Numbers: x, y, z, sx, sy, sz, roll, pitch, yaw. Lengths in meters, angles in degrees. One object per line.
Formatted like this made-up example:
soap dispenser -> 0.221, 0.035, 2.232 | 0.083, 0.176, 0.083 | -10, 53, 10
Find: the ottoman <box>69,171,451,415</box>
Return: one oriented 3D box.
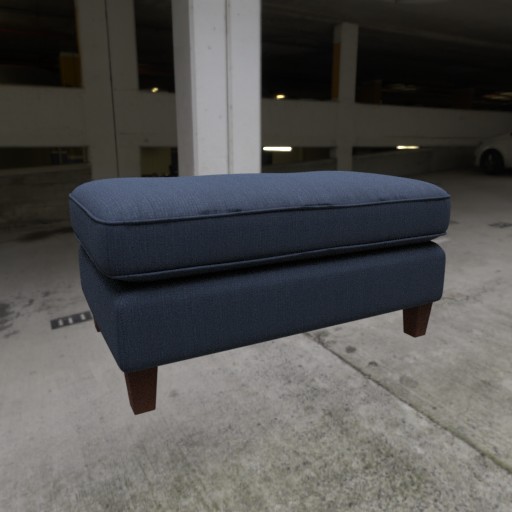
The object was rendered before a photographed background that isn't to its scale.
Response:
ottoman -> 0.000, 0.000, 1.208 | 0.885, 0.438, 0.570 | -7, 16, -27
